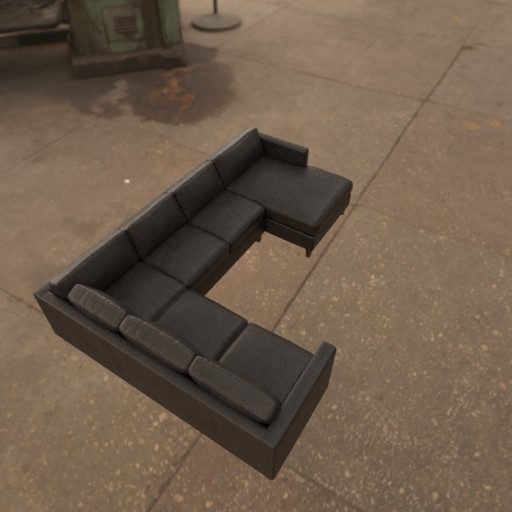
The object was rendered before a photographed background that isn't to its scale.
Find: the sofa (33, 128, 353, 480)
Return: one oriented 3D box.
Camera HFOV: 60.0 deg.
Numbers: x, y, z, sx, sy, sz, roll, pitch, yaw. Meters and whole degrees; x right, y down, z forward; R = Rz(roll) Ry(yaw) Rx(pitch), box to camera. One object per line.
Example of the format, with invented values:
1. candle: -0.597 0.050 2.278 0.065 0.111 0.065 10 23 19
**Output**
1. sofa: 0.000 0.000 4.526 2.452 0.891 3.324 25 50 22
